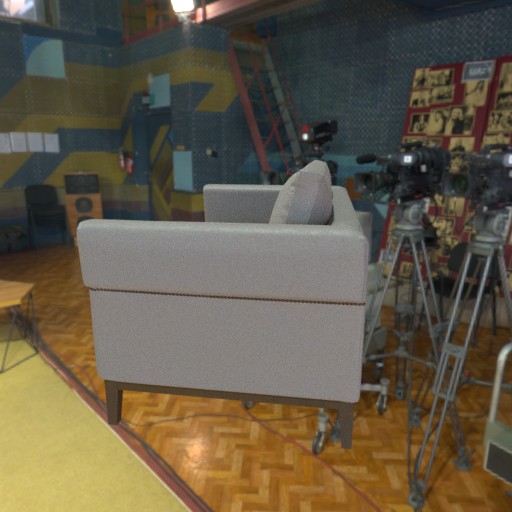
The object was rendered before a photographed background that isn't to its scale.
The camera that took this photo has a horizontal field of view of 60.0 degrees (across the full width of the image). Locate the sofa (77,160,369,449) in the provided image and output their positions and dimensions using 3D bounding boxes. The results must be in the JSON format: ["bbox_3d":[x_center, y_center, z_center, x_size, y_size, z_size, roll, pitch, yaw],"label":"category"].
[{"bbox_3d":[0.000,0.000,2.112,0.899,0.873,1.598,2,14,9],"label":"sofa"}]
